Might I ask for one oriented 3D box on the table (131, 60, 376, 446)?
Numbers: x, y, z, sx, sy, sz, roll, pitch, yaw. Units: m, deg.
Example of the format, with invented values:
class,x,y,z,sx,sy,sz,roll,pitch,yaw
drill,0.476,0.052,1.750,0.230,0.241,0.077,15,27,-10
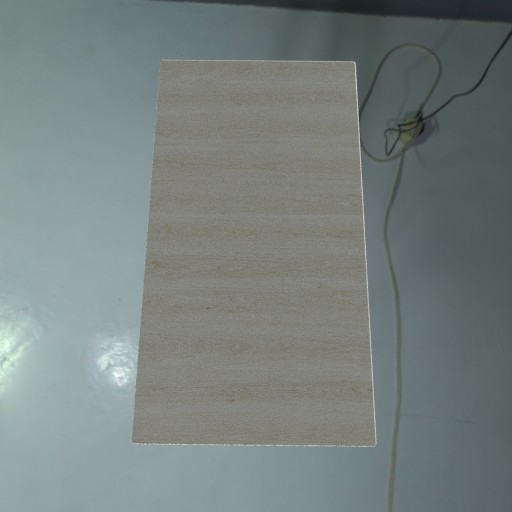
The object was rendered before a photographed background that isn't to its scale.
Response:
class,x,y,z,sx,sy,sz,roll,pitch,yaw
table,0.000,0.000,2.079,0.900,0.760,1.600,1,75,0
